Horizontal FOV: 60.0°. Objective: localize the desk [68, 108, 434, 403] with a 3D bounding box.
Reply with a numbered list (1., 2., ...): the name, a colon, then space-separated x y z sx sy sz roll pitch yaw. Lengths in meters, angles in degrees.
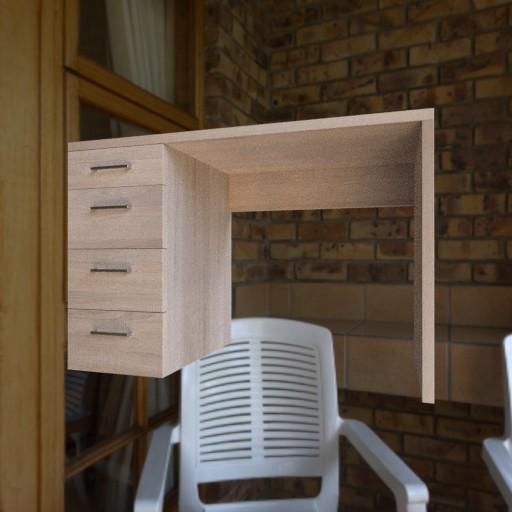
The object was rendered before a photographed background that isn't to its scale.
1. desk: 0.000 0.000 1.526 1.100 0.731 0.600 0 0 18
